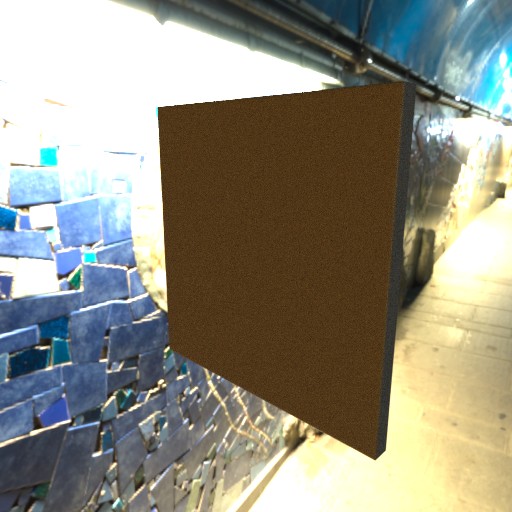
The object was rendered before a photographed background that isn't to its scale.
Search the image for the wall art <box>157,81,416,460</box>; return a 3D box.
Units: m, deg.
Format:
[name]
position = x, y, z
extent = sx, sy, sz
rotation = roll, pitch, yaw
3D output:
[wall art]
position = 0.000, 0.000, 1.906
extent = 1.287, 1.288, 0.078
rotation = 14, 20, 43
